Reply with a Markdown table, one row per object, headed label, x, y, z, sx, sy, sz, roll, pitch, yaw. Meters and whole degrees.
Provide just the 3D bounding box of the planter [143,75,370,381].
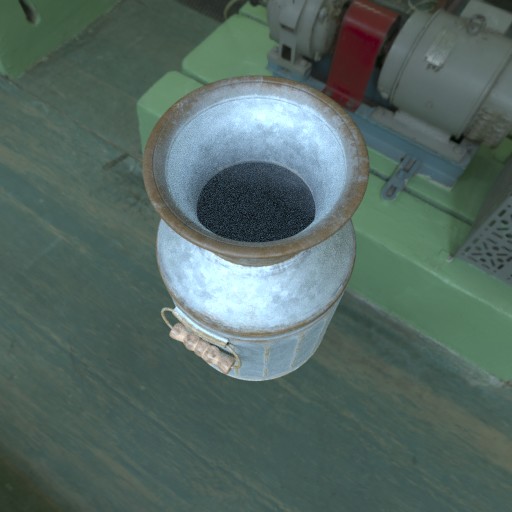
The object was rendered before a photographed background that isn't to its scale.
| label | x | y | z | sx | sy | sz | roll | pitch | yaw |
| --- | --- | --- | --- | --- | --- | --- | --- | --- | --- |
| planter | 0.000 | 0.000 | 0.506 | 0.215 | 0.358 | 0.248 | 31 | 68 | 14 |
